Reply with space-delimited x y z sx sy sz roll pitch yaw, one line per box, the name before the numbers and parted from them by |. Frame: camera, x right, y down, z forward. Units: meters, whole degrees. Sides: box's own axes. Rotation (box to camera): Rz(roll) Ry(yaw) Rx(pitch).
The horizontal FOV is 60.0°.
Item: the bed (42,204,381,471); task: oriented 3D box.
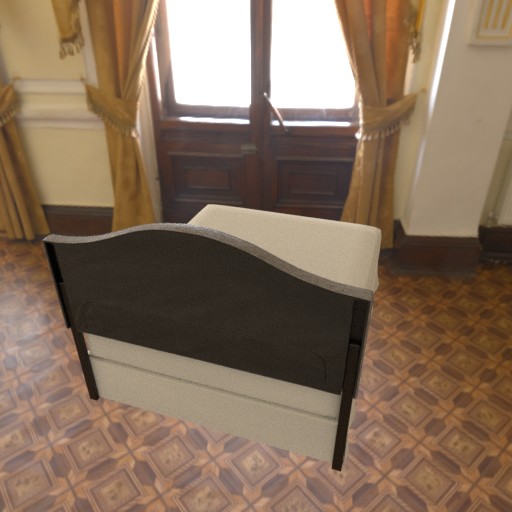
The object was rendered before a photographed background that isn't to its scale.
bed | 0.000 0.000 2.933 1.610 1.295 1.870 10 32 16
